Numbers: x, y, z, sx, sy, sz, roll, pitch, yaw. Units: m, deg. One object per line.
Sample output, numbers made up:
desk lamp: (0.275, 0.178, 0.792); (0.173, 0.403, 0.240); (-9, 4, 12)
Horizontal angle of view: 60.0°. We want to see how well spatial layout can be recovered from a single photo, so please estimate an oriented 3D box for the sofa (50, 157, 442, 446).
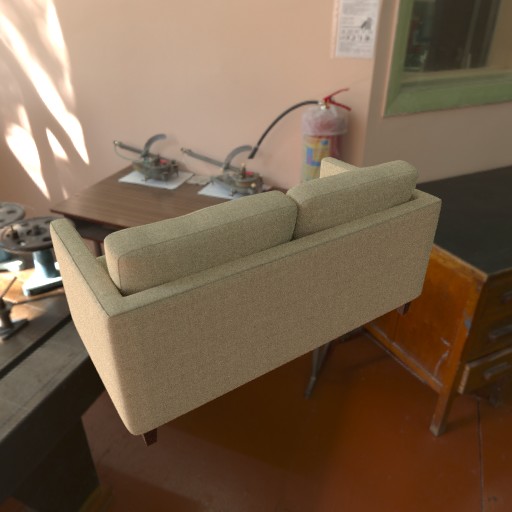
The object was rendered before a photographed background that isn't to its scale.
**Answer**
sofa: (0.000, 0.000, 2.440); (1.884, 0.963, 0.950); (-19, 35, -29)
